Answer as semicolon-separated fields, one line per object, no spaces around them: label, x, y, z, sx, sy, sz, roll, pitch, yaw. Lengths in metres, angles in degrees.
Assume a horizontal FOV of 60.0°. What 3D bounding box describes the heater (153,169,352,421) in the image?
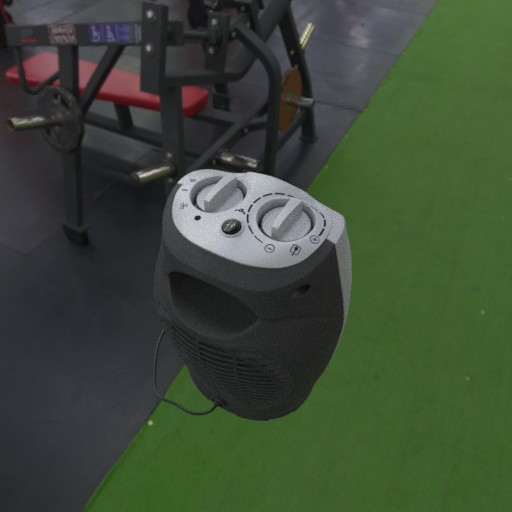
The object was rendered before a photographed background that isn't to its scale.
heater;0.000;0.000;0.481;0.239;0.255;0.291;23;51;20
